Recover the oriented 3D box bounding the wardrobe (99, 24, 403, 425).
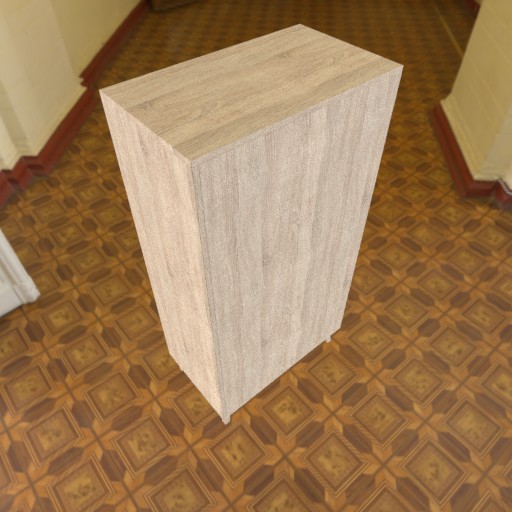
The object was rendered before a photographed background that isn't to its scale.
[{"bbox_3d":[0.000,0.000,2.373,1.000,1.960,0.600,-32,54,-26],"label":"wardrobe"}]
